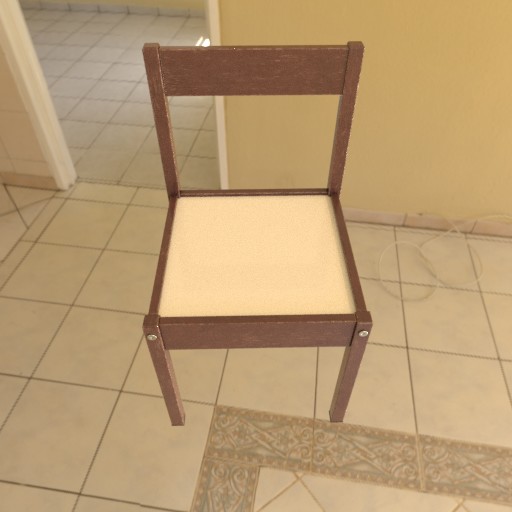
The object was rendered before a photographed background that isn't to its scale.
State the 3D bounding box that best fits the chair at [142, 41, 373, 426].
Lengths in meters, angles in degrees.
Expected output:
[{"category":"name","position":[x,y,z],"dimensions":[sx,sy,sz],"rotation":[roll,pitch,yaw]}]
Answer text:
[{"category":"chair","position":[0.000,0.000,0.654],"dimensions":[0.285,0.505,0.285],"rotation":[-1,45,-1]}]
